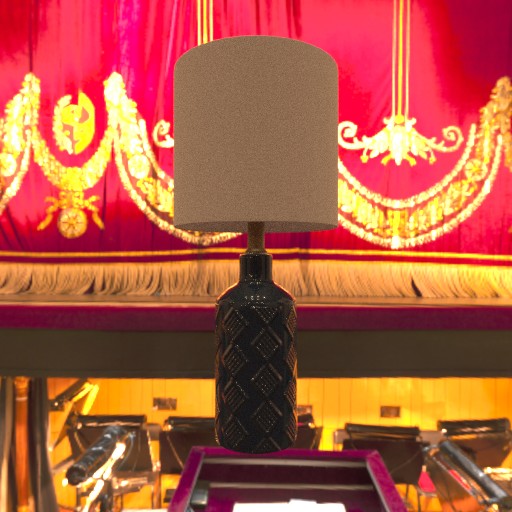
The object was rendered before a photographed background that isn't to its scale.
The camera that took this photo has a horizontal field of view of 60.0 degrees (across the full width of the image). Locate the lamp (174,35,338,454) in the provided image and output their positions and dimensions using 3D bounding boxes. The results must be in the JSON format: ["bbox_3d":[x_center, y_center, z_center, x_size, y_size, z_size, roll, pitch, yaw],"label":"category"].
[{"bbox_3d":[0.000,0.000,0.565,0.207,0.461,0.207,0,0,0],"label":"lamp"}]
